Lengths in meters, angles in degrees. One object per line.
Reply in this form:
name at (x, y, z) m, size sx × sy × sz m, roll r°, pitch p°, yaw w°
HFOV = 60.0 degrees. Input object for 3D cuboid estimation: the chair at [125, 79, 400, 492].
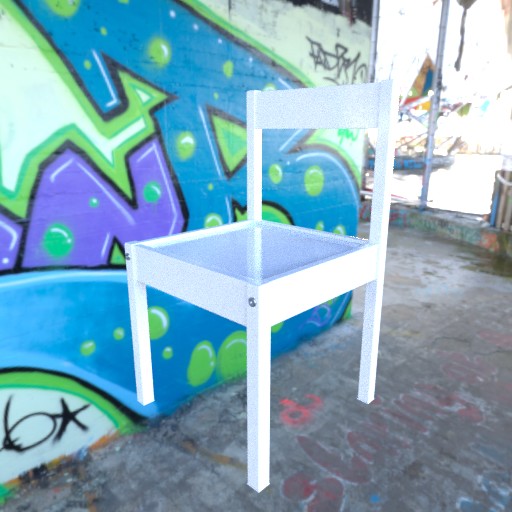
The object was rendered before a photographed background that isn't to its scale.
chair at (0.000, 0.000, 0.679) m, size 0.285 × 0.505 × 0.285 m, roll 15°, pitch 22°, yaw 42°
